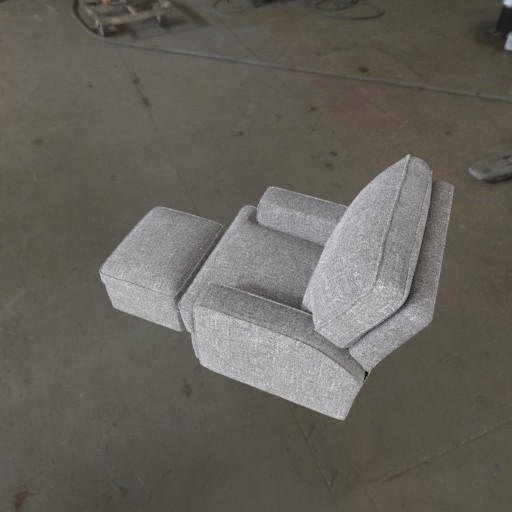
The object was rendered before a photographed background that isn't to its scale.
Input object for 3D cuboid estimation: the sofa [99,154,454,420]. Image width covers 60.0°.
[{"bbox_3d":[0.000,0.000,2.046,1.472,0.959,0.861,17,48,15],"label":"sofa"}]
